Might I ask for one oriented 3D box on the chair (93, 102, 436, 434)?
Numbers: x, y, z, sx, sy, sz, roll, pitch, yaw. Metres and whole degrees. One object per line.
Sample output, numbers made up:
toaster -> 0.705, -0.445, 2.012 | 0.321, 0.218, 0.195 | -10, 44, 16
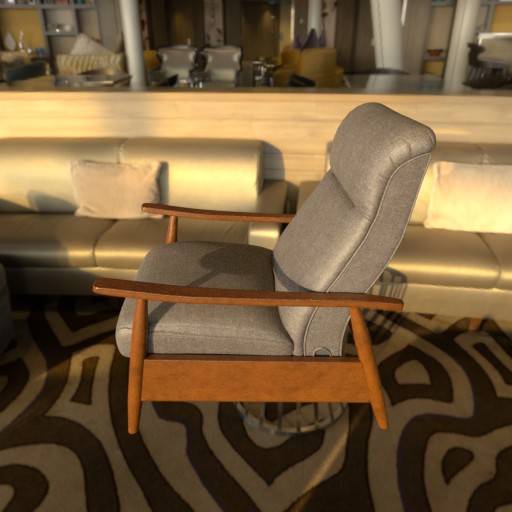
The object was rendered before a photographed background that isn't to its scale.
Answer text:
chair -> 0.000, 0.000, 1.725 | 1.014, 1.081, 0.762 | -1, 26, -1
